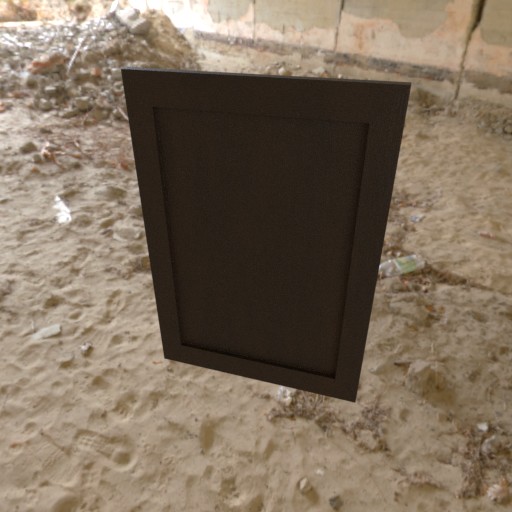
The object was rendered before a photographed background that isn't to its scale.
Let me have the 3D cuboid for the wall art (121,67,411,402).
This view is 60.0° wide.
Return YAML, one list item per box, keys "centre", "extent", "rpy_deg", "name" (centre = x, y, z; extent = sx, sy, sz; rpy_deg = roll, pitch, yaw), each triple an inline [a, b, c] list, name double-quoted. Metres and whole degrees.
- centre: [0.000, 0.000, 0.669]
  extent: [0.359, 0.513, 0.017]
  rpy_deg: [9, 33, 14]
  name: "wall art"
